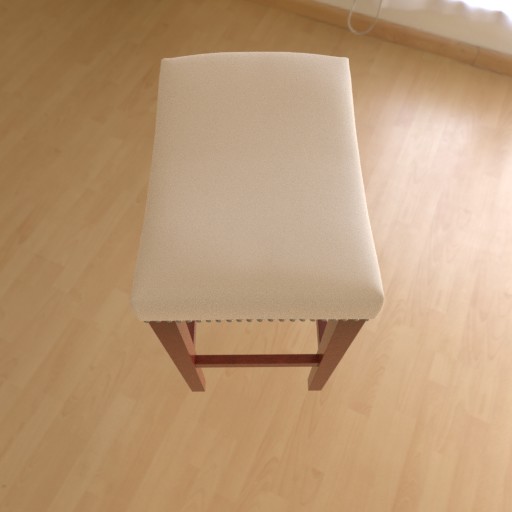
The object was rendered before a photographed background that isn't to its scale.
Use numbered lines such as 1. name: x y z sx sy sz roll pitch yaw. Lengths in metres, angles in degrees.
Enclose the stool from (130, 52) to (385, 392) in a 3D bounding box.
1. stool: 0.000 0.000 1.029 0.372 0.742 0.504 0 63 0
